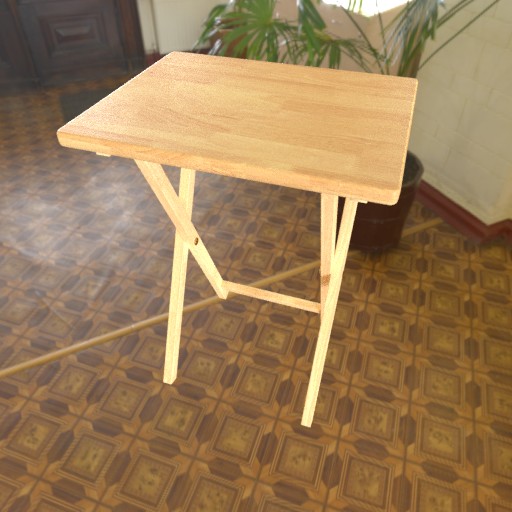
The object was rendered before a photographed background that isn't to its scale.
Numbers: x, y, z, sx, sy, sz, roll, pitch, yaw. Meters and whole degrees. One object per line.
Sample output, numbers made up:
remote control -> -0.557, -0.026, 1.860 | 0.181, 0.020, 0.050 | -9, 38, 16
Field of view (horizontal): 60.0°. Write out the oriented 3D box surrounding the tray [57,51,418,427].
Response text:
tray -> 0.000, 0.000, 0.929 | 0.483, 0.660, 0.381 | 13, 43, 14
